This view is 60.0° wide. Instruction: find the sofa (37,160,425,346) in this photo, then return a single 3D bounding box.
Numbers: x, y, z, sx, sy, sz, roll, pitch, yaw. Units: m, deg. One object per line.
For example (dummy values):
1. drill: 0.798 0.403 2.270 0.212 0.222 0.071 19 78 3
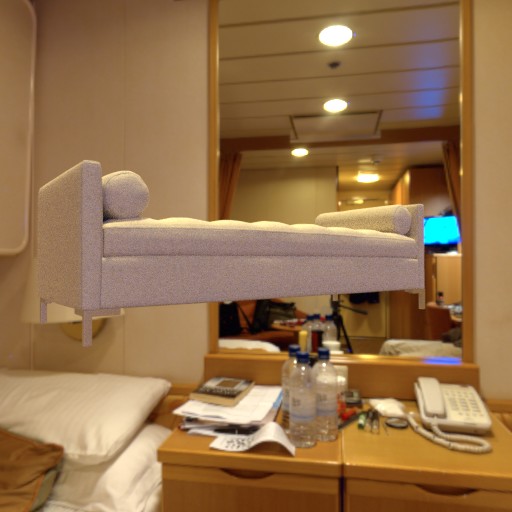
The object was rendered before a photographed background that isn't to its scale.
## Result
1. sofa: 0.000 0.000 2.464 2.102 0.655 0.797 0 -1 -37
